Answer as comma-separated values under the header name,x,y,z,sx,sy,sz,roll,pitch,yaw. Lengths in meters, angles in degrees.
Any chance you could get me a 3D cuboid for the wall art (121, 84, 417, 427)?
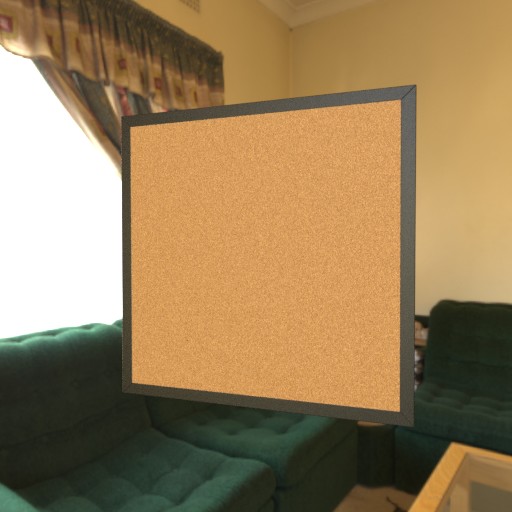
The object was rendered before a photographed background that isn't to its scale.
name,x,y,z,sx,sy,sz,roll,pitch,yaw
wall art,0.000,0.000,0.751,0.508,0.508,0.036,0,1,18
